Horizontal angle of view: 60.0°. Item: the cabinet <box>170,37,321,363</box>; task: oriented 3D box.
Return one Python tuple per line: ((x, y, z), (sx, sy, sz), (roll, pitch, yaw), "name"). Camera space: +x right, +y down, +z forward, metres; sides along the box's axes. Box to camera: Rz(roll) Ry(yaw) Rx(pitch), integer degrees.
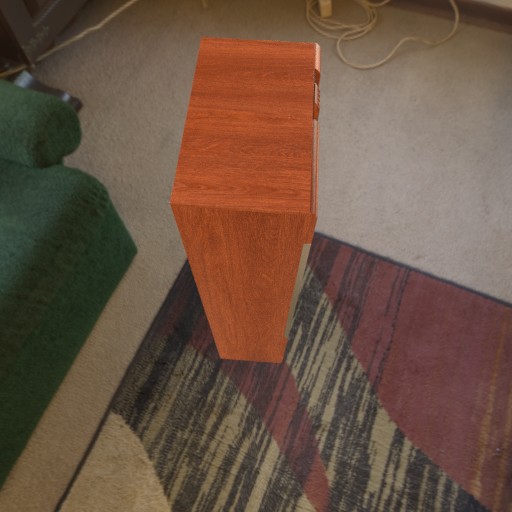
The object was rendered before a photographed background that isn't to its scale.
((0.000, 0.000, 2.237), (0.420, 1.980, 0.660), (4, 65, 2), "cabinet")
